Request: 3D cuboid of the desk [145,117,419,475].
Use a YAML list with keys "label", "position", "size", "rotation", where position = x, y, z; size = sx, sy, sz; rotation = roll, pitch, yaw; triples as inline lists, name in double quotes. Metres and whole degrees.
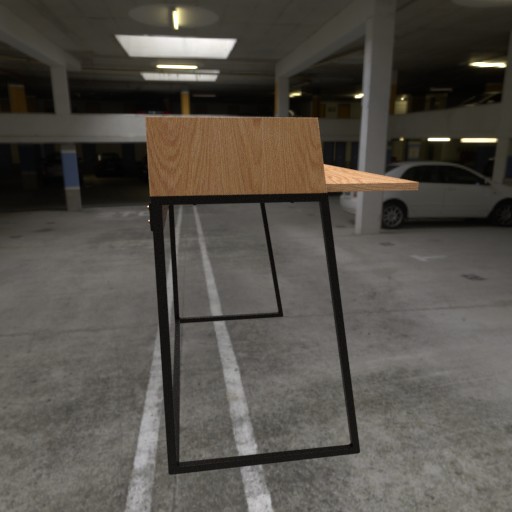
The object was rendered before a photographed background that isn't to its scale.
- label: "desk"
  position: [0.000, 0.000, 1.859]
  size: [0.769, 1.061, 1.191]
  rotation: [-2, 15, -9]
